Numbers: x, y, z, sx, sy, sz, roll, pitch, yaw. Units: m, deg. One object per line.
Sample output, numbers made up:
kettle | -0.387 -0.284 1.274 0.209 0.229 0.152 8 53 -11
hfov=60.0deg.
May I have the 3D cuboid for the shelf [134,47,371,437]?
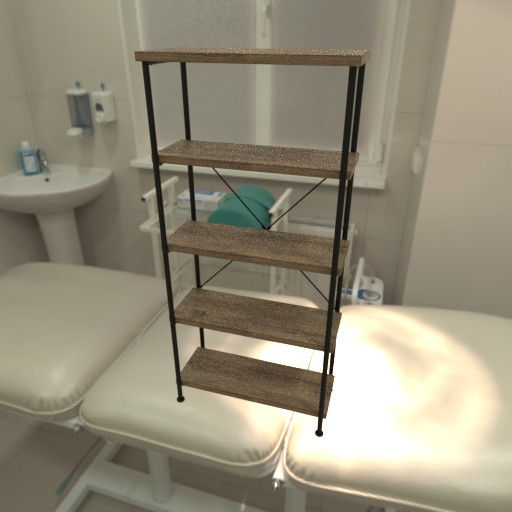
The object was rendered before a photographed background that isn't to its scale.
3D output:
shelf | 0.000 0.000 2.022 0.800 1.700 0.360 8 29 15
